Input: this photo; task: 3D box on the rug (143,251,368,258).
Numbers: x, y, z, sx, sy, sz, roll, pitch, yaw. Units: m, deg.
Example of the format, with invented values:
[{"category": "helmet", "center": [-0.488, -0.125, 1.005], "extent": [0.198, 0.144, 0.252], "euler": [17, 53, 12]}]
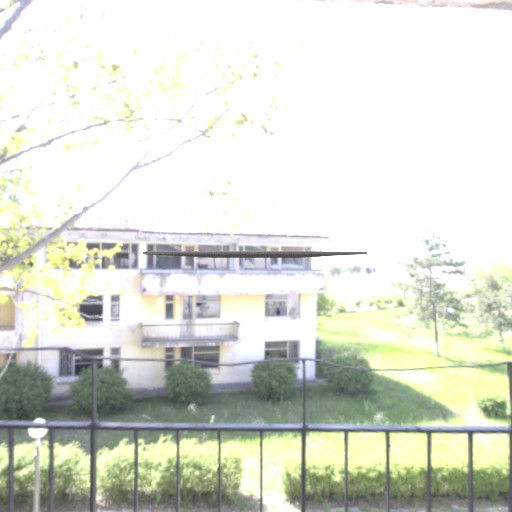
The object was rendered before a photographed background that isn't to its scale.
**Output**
[{"category": "rug", "center": [0.000, 0.000, 2.722], "extent": [0.769, 0.012, 2.448], "euler": [0, -1, 0]}]
